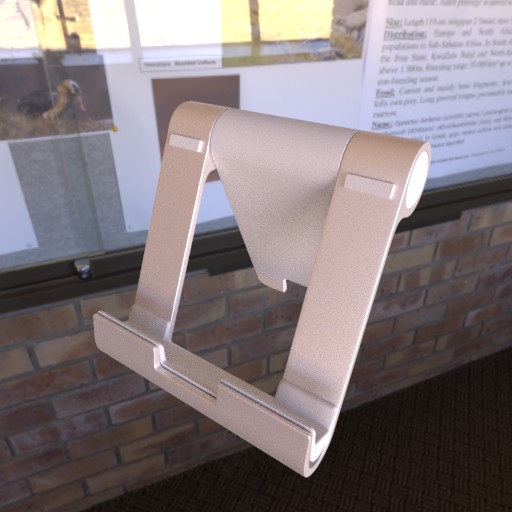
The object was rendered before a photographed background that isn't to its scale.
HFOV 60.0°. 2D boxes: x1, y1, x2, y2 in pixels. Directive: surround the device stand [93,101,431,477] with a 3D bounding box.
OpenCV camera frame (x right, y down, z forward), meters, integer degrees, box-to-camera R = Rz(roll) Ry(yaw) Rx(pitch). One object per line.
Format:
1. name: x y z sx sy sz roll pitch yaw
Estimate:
1. device stand: 0.000 0.000 0.149 0.086 0.084 0.079 20 37 29
